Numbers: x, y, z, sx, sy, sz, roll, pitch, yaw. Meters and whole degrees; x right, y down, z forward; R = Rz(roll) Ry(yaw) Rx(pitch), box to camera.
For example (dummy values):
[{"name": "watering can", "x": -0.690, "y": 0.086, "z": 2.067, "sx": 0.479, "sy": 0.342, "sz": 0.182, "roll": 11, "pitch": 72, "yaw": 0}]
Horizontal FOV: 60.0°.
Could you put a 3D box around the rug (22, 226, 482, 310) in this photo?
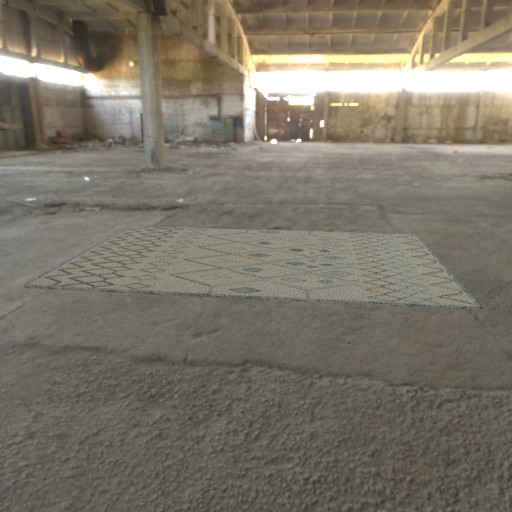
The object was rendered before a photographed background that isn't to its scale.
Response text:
[{"name": "rug", "x": 0.000, "y": 0.000, "z": 3.041, "sx": 2.439, "sy": 0.015, "sz": 1.524, "roll": 2, "pitch": 17, "yaw": 7}]
